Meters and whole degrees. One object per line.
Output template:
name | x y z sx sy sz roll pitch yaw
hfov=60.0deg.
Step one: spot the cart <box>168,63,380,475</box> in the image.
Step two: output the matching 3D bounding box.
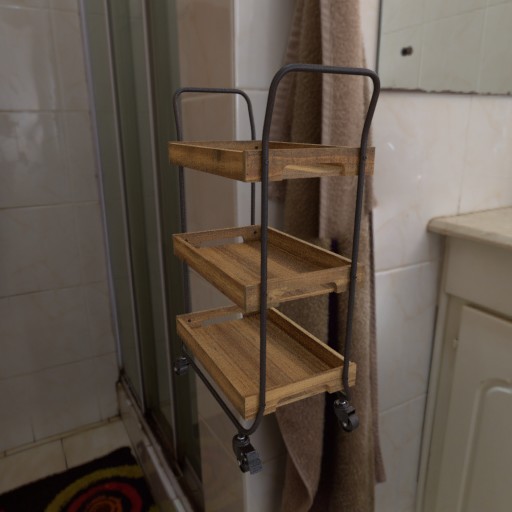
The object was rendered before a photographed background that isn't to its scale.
cart | 0.000 0.000 1.154 0.339 0.857 0.583 -8 19 -26
